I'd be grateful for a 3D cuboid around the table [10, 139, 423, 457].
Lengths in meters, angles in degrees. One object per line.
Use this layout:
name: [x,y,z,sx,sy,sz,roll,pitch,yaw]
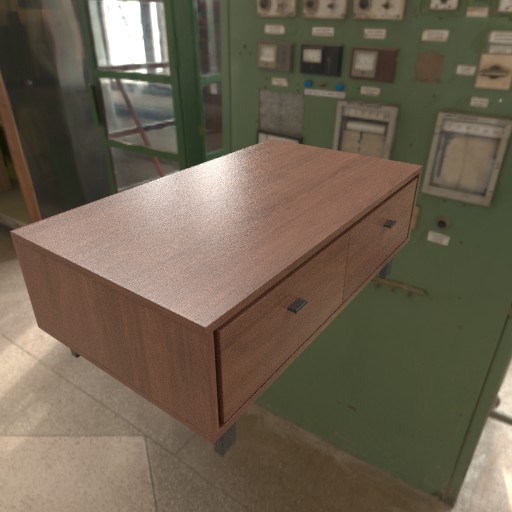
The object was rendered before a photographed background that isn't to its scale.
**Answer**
table: [0.000,0.000,1.275,0.600,0.380,1.020,19,34,31]
